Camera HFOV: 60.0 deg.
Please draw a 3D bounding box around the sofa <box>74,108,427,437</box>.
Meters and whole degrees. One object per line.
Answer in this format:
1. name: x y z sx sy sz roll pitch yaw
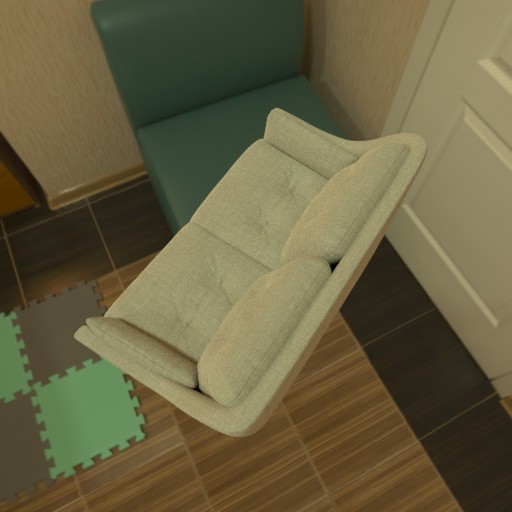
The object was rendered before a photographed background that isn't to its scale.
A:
1. sofa: 0.000 0.000 2.249 0.965 0.888 1.652 31 68 14
